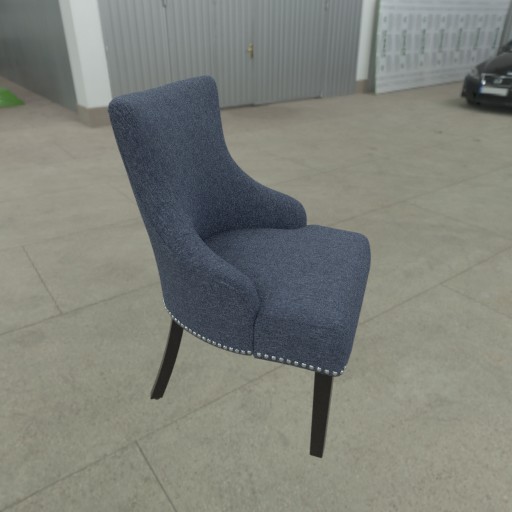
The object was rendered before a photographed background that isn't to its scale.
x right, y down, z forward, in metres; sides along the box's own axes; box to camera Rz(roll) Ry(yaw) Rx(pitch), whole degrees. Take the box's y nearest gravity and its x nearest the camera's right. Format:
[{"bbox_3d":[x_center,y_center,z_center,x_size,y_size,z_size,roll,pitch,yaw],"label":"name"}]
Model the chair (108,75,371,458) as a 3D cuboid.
[{"bbox_3d":[0.000,0.000,1.279,0.629,0.909,0.566,9,30,16],"label":"chair"}]
